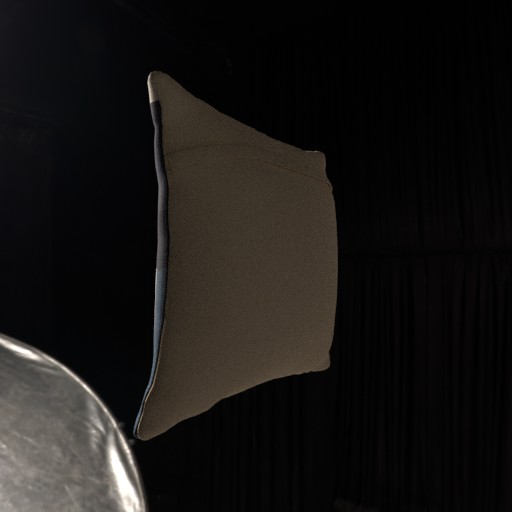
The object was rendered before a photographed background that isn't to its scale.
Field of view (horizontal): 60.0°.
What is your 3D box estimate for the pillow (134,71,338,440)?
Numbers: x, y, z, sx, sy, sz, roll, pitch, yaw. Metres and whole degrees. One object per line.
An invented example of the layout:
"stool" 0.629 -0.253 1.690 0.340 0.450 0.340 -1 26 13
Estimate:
"pillow" 0.000 0.000 0.808 0.229 0.506 0.536 -1 -2 36
